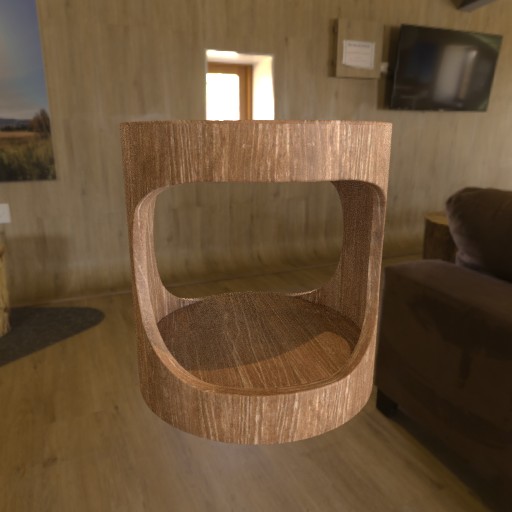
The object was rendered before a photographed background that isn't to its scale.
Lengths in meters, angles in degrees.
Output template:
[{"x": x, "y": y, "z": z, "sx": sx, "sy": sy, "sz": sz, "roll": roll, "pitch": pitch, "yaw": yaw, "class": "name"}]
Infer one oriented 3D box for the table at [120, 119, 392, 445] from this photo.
[{"x": 0.000, "y": 0.000, "z": 0.965, "sx": 0.527, "sy": 0.551, "sz": 0.527, "roll": 0, "pitch": 15, "yaw": 0, "class": "table"}]
